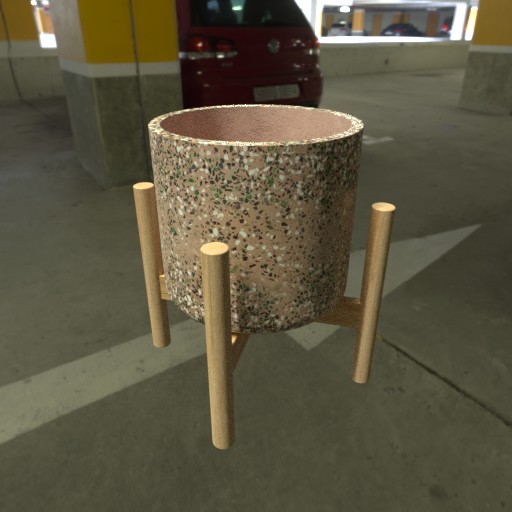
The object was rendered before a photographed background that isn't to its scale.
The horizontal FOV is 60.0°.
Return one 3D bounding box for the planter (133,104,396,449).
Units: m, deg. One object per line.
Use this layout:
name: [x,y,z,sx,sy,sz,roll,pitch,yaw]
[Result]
planter: [0.000,0.000,0.540,0.284,0.320,0.284,19,33,33]
